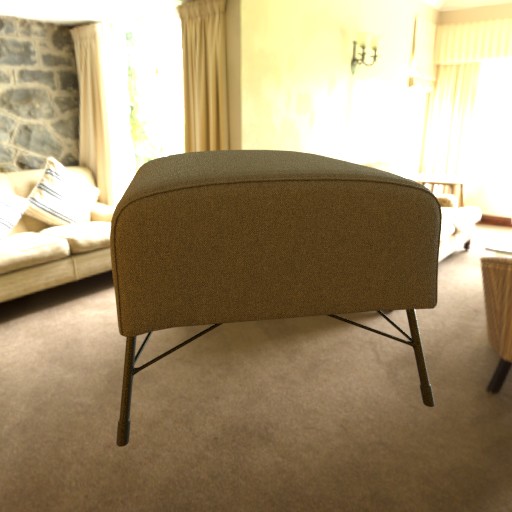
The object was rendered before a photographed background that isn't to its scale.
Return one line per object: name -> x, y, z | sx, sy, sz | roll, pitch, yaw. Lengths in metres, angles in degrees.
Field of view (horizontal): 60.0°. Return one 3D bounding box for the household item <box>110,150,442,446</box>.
household item -> 0.000, 0.000, 0.901 | 0.530, 0.410, 0.530 | -3, 17, -10
